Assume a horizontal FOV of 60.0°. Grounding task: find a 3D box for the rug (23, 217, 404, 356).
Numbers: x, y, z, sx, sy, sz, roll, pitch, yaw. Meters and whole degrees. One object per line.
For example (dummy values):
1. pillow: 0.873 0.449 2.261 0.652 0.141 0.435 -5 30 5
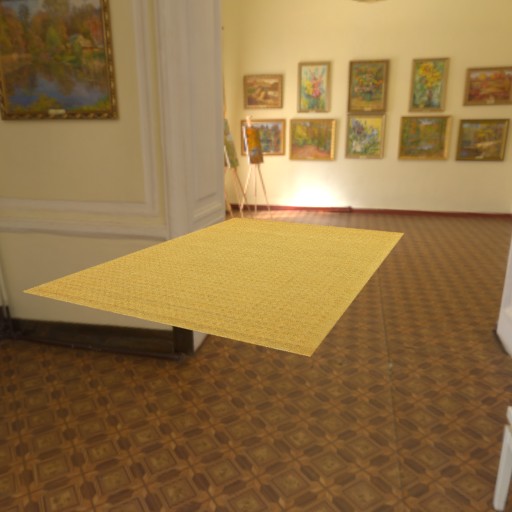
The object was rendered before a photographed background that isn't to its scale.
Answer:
1. rug: 0.000 0.000 3.736 1.981 0.006 2.895 7 17 25
